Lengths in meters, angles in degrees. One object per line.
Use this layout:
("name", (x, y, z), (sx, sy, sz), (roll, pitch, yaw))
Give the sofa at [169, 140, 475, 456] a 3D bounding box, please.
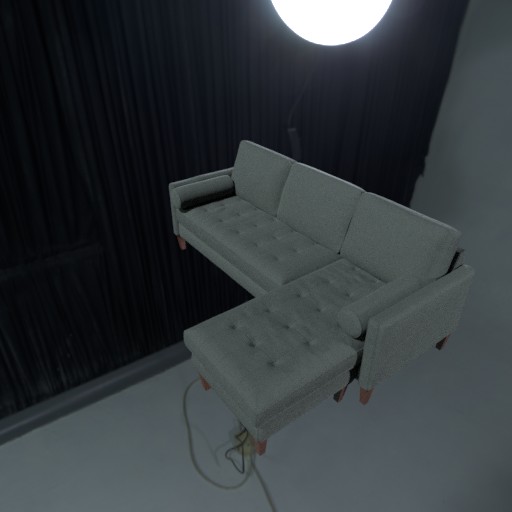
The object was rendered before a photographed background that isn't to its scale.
("sofa", (0.000, 0.000, 2.955), (1.506, 0.876, 2.178), (-22, 38, -30))
